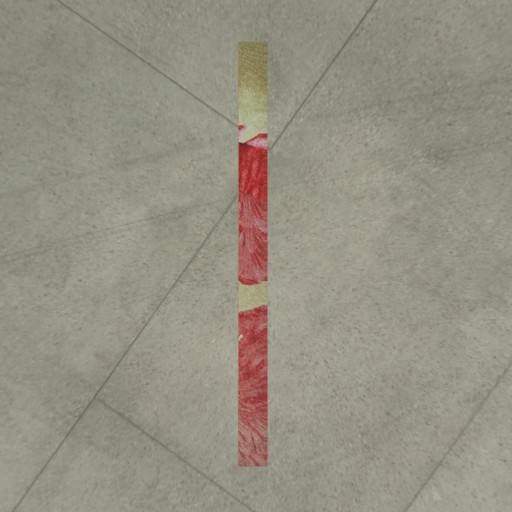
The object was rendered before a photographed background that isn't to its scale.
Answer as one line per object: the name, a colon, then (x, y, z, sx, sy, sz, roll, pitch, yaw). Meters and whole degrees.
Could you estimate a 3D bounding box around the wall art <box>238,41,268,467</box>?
wall art: (0.000, 0.000, 0.677, 0.028, 0.508, 0.406, 0, 89, 1)
